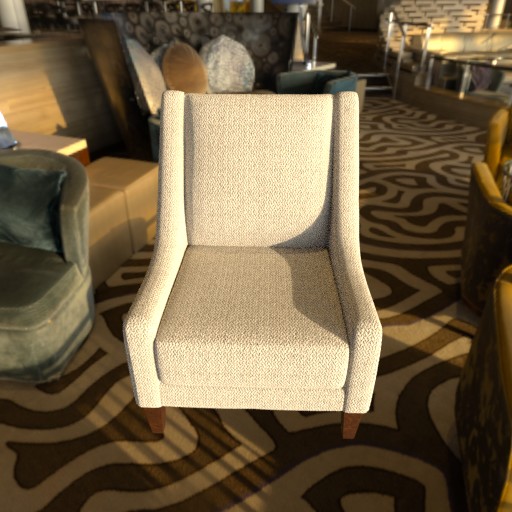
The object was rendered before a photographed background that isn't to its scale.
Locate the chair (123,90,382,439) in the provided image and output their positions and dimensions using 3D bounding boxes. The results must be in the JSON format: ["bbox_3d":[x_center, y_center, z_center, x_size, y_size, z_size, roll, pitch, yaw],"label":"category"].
[{"bbox_3d":[0.000,0.000,1.614,0.774,1.014,0.870,1,30,2],"label":"chair"}]
